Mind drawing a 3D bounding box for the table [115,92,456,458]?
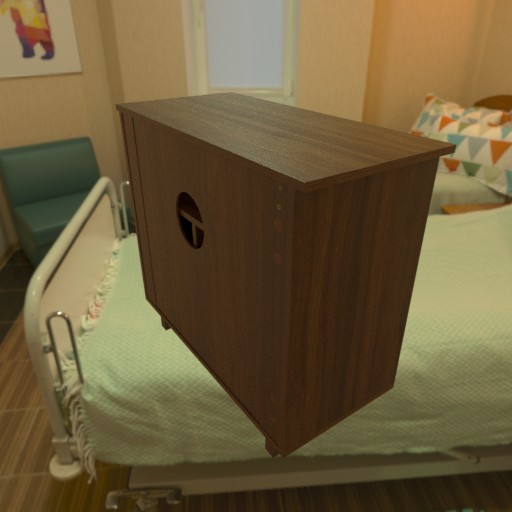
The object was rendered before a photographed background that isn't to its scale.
[{"bbox_3d":[0.000,0.000,1.213,0.390,0.725,0.802,-19,34,-30],"label":"table"}]
